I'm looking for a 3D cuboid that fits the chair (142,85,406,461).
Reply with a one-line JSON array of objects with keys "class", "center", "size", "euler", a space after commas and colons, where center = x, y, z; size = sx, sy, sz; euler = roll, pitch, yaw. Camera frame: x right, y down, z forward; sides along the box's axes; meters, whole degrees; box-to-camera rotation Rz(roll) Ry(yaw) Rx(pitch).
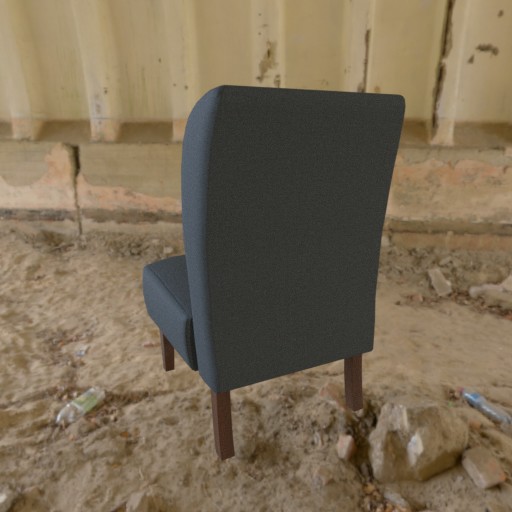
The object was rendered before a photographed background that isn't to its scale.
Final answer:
[{"class": "chair", "center": [0.000, 0.000, 1.209], "size": [0.513, 0.804, 0.592], "euler": [-8, 17, -28]}]
